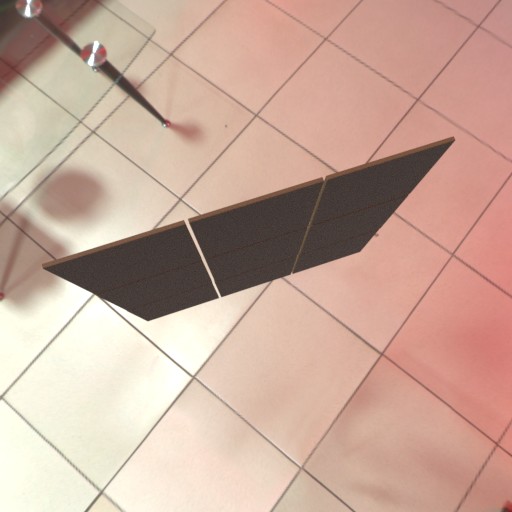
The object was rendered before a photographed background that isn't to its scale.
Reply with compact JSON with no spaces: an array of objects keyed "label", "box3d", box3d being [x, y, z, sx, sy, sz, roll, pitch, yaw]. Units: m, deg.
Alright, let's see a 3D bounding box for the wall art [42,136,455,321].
[{"label":"wall art","box3d":[0.000,0.000,2.290,1.527,1.521,0.017,-18,76,-5]}]
